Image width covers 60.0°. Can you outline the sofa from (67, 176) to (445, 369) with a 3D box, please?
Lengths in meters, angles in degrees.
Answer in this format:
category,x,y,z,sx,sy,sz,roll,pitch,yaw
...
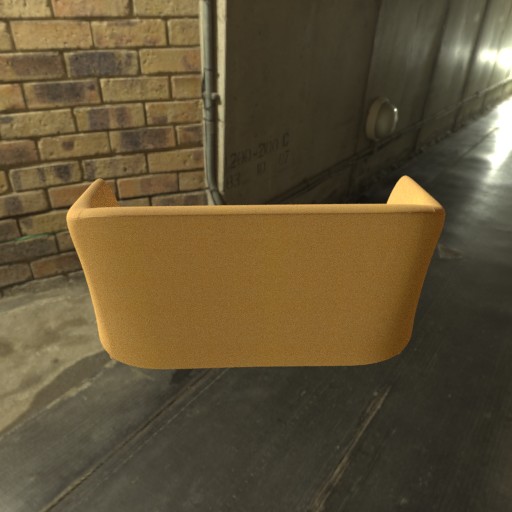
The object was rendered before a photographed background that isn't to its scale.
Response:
category,x,y,z,sx,sy,sz,roll,pitch,yaw
sofa,0.000,0.000,1.856,1.452,0.721,0.705,-1,30,-1
